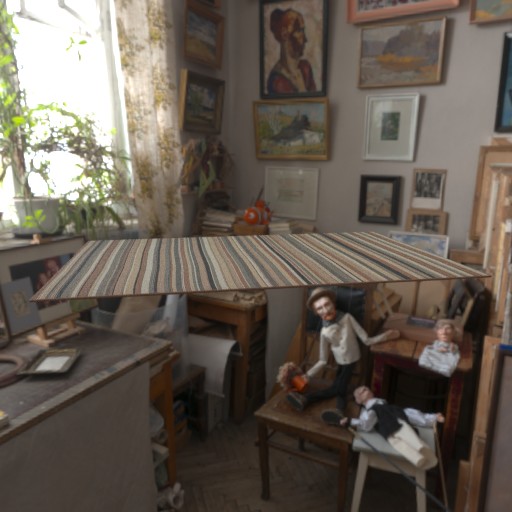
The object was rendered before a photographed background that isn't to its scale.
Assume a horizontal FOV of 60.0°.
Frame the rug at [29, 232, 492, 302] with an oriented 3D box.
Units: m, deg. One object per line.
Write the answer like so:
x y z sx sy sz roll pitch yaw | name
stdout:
0.000 0.000 3.017 2.438 0.014 1.523 -2 13 -10 | rug
